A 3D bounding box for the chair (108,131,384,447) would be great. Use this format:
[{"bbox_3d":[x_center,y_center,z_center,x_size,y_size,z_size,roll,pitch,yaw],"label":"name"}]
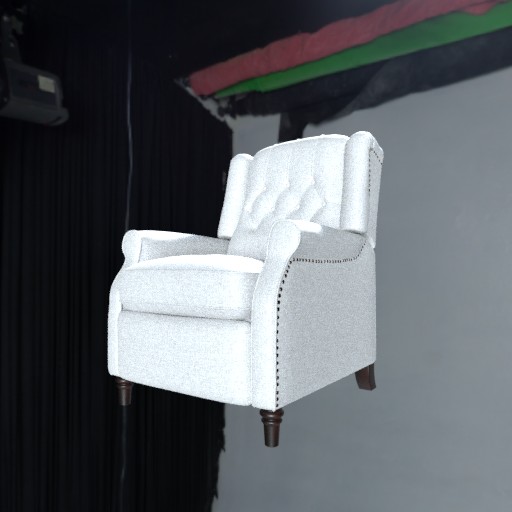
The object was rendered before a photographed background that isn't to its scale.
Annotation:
[{"bbox_3d":[0.000,0.000,1.654,0.742,1.035,0.902,-1,-2,35],"label":"chair"}]
